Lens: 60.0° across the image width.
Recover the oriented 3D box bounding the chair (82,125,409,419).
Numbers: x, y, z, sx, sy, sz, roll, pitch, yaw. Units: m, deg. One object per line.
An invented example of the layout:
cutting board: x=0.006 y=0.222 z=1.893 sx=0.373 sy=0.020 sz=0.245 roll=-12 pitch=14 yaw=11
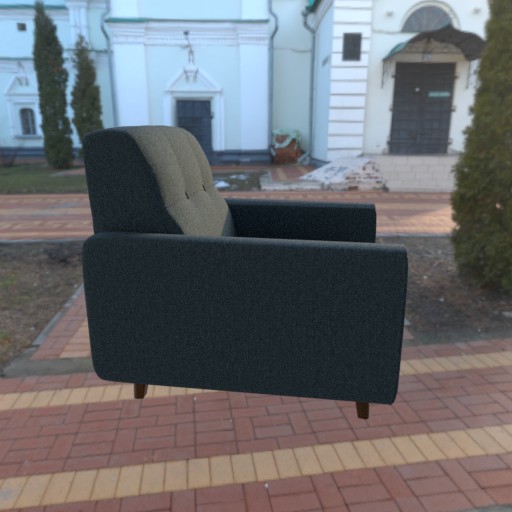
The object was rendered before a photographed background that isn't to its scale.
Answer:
chair: x=0.000 y=0.000 z=1.659 sx=0.964 sy=0.940 sz=0.880 roll=2 pitch=15 yaw=8
